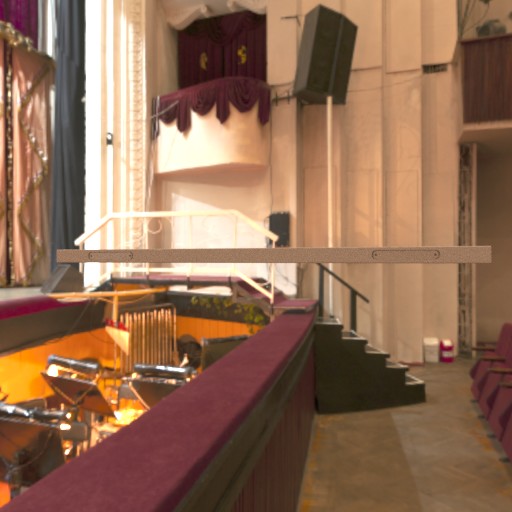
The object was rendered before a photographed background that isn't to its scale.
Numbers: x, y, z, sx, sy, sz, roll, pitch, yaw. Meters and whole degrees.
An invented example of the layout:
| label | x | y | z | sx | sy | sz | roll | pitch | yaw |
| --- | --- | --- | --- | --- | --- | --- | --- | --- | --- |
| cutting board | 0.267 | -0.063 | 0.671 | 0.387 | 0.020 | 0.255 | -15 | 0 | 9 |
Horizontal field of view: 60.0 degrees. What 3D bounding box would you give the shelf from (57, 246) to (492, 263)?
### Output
| label | x | y | z | sx | sy | sz | roll | pitch | yaw |
| --- | --- | --- | --- | --- | --- | --- | --- | --- | --- |
| shelf | 0.000 | 0.000 | 0.666 | 0.610 | 0.020 | 0.140 | 0 | -1 | 18 |
